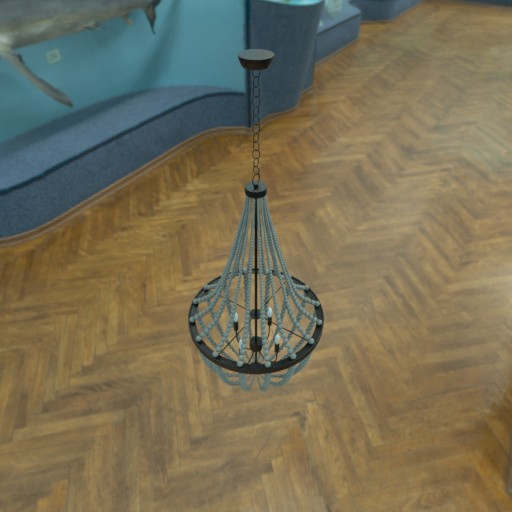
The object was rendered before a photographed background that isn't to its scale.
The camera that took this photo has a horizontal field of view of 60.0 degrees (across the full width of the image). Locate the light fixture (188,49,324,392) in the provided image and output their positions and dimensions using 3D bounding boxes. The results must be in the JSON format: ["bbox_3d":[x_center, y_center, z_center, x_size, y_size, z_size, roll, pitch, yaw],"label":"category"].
[{"bbox_3d":[0.000,0.000,1.315,0.450,1.133,0.450,0,40,0],"label":"light fixture"}]
